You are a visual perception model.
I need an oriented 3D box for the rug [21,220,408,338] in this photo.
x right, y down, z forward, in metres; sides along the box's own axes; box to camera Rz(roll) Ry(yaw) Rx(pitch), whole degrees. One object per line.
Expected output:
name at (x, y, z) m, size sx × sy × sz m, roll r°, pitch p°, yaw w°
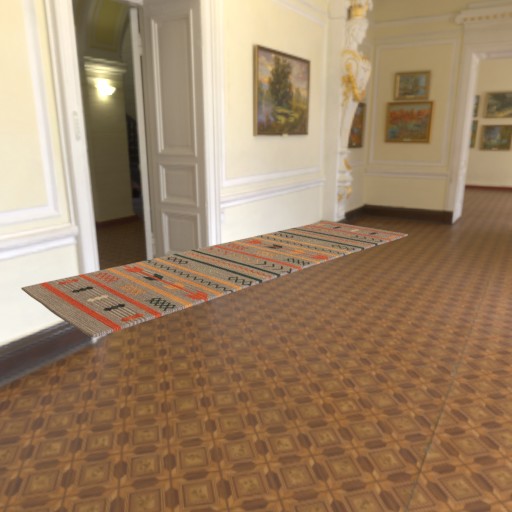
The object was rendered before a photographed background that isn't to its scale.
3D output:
rug at (0.000, 0.000, 2.665) m, size 0.744 × 0.022 × 2.419 m, roll 15°, pitch 21°, yaw 43°
